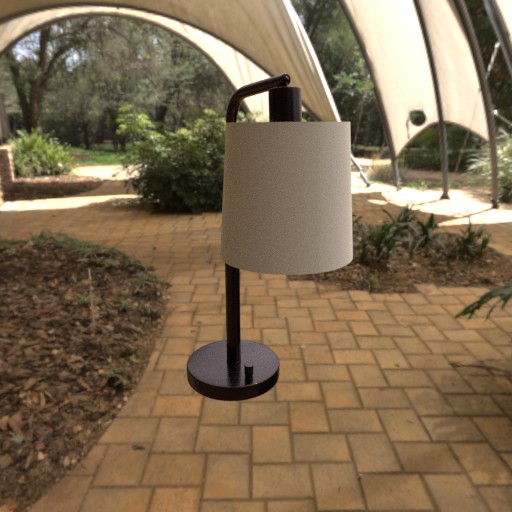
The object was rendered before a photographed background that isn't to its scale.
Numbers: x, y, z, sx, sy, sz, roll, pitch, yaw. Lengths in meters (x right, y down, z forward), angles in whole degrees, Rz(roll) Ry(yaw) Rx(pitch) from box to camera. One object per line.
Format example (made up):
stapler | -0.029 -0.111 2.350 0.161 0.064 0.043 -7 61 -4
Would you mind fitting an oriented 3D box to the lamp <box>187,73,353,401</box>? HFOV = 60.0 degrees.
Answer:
lamp | 0.000 0.000 0.654 0.171 0.489 0.333 -9 19 -28
